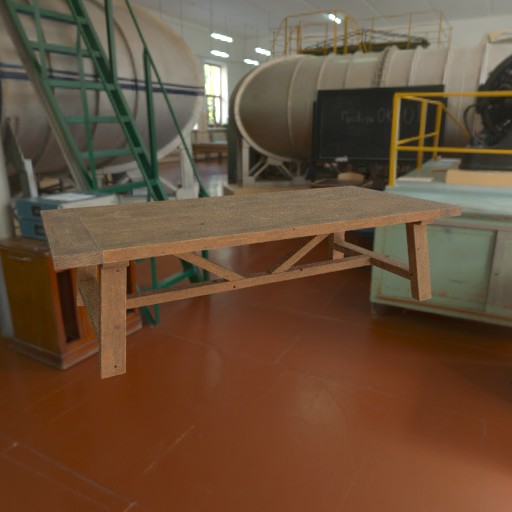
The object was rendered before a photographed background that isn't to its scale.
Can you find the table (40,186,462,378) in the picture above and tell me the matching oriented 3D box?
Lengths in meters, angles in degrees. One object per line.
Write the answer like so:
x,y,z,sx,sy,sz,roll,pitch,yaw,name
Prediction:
0.000,0.000,2.143,1.800,0.465,0.820,-9,19,-26,table
